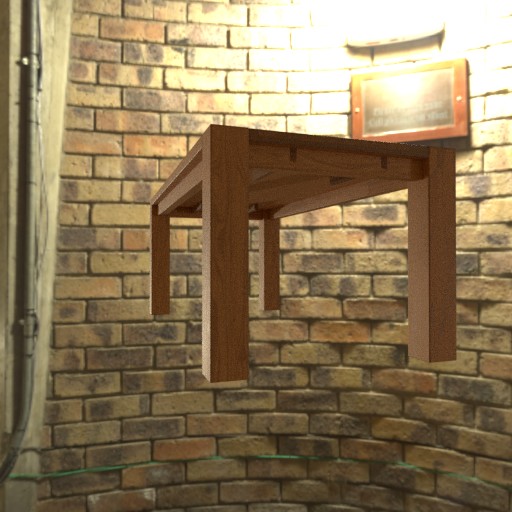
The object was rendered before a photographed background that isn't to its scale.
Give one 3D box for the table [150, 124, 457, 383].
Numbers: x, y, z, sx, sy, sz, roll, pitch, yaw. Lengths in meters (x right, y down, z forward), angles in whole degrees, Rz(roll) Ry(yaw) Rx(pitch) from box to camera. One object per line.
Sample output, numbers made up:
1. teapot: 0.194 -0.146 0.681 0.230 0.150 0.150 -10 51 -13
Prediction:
1. table: 0.000 0.000 2.293 0.900 0.760 1.800 0 -1 -19
